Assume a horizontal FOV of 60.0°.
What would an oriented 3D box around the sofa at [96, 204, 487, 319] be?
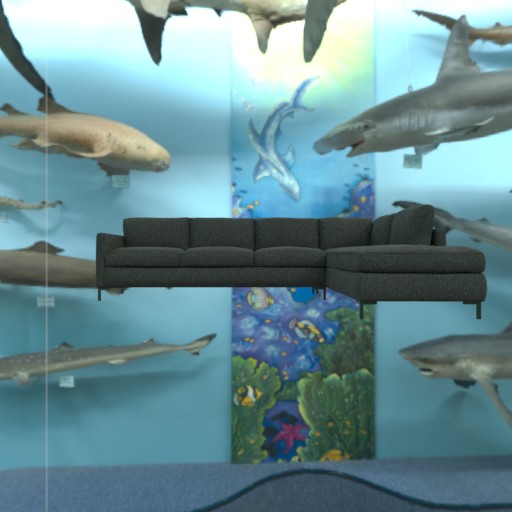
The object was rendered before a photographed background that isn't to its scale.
[{"bbox_3d":[0.000,0.000,3.792,2.949,0.815,2.007,0,0,0],"label":"sofa"}]
